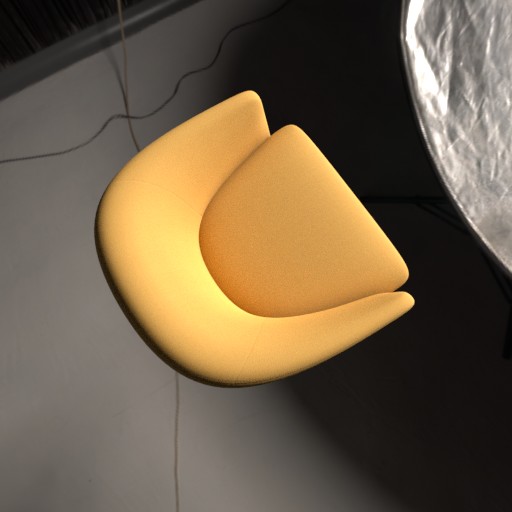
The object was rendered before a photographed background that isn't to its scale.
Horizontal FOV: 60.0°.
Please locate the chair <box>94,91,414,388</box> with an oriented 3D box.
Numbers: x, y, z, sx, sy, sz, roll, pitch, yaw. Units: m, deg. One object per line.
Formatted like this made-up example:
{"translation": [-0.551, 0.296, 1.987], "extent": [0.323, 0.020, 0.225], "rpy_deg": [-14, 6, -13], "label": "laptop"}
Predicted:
{"translation": [0.000, 0.000, 1.397], "extent": [0.767, 0.698, 0.773], "rpy_deg": [-32, 77, -9], "label": "chair"}
